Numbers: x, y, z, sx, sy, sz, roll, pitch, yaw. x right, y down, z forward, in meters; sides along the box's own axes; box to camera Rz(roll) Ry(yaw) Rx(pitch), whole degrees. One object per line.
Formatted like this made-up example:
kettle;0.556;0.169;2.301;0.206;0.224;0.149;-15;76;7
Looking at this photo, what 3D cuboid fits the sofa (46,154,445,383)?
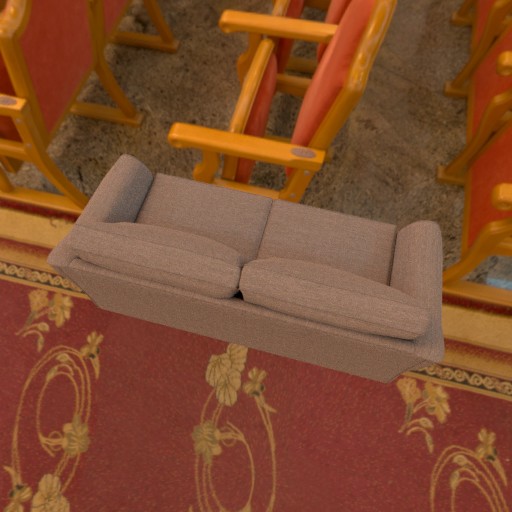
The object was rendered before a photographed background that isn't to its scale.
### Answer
sofa;0.000;0.000;2.857;2.270;0.965;0.980;13;65;6
